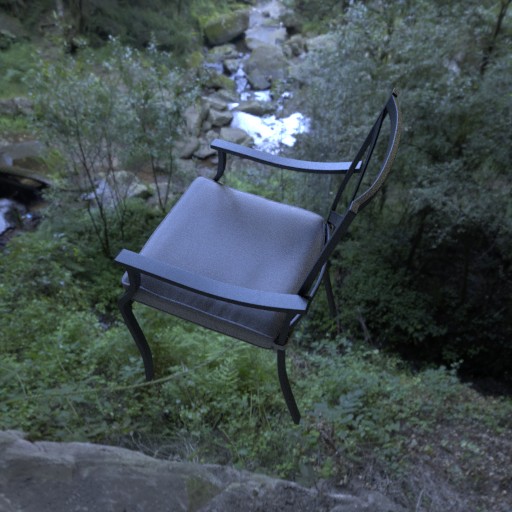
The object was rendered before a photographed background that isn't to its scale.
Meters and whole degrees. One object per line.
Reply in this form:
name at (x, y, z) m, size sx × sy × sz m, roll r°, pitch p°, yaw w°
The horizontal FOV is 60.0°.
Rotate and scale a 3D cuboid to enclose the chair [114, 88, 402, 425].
chair at (0.000, 0.000, 1.291) m, size 0.620 × 0.889 × 0.575 m, roll 15°, pitch 48°, yaw 14°
